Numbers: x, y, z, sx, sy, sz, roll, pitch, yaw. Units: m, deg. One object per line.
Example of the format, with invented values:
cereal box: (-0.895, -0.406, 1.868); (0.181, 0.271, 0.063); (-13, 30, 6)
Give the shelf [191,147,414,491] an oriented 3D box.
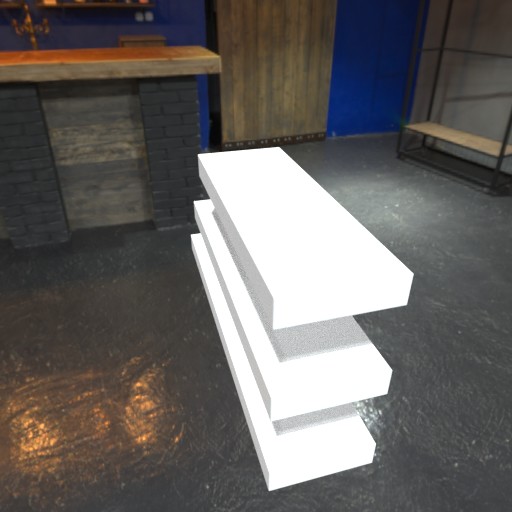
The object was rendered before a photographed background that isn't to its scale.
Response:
shelf: (0.000, 0.000, 0.731); (0.140, 0.293, 0.610); (-8, 32, -13)
